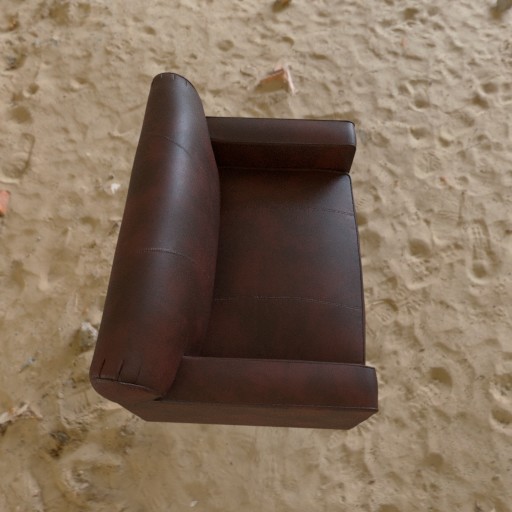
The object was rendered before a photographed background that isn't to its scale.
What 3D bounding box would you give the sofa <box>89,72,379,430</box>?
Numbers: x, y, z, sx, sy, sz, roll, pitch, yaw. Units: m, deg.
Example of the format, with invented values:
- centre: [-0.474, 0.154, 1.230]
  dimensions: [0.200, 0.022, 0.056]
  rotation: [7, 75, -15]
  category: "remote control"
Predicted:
- centre: [0.000, 0.000, 2.018]
  dimensions: [1.000, 0.956, 1.413]
  rotation: [2, 62, 1]
  category: "sofa"
